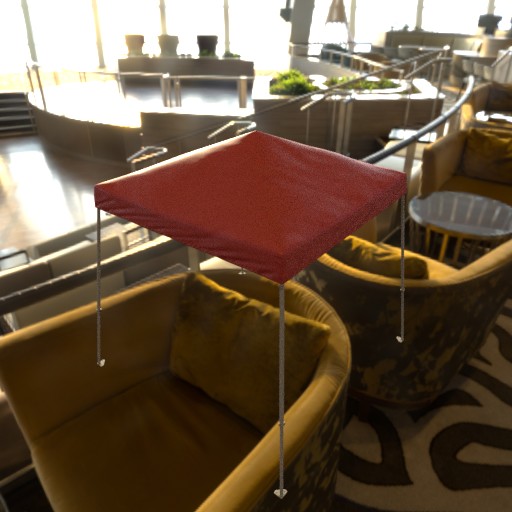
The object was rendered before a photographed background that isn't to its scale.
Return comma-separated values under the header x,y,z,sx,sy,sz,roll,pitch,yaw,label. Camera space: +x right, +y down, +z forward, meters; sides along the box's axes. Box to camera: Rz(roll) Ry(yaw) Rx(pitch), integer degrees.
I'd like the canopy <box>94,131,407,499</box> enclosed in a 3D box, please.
x,y,z,sx,sy,sz,roll,pitch,yaw,label
0.000,0.000,6.441,3.600,3.600,3.599,21,35,33,canopy
